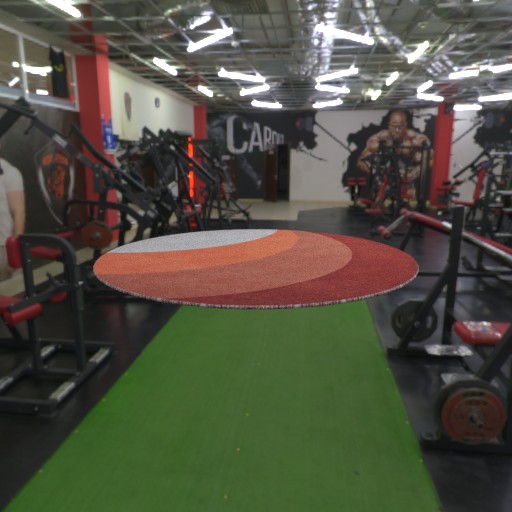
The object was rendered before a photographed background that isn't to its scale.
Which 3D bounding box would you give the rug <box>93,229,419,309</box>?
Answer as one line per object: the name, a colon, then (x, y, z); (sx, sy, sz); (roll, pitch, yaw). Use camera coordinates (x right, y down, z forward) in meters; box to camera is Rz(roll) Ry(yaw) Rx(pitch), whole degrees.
rug: (0.000, 0.000, 2.189); (1.514, 0.015, 1.514); (0, 13, 0)
